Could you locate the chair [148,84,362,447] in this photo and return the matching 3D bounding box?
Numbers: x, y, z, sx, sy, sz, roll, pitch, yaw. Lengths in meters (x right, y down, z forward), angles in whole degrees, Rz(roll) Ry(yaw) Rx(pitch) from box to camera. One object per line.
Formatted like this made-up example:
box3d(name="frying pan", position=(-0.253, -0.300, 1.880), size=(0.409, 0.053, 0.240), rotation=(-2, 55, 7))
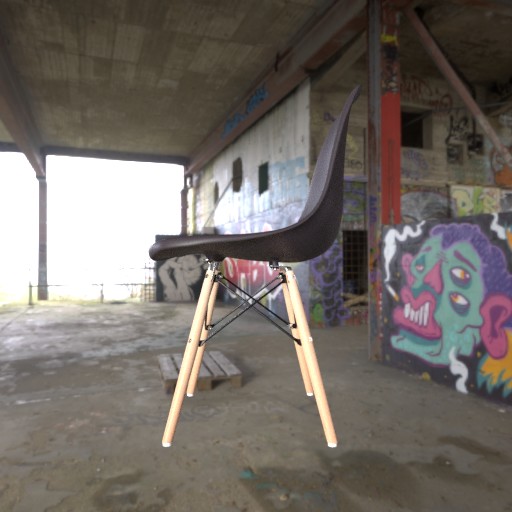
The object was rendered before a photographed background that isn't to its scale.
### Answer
box3d(name="chair", position=(0.000, 0.000, 1.147), size=(0.533, 0.825, 0.470), rotation=(0, -1, 0))
